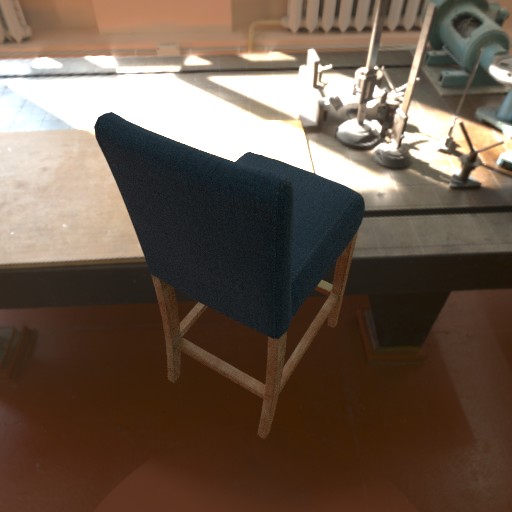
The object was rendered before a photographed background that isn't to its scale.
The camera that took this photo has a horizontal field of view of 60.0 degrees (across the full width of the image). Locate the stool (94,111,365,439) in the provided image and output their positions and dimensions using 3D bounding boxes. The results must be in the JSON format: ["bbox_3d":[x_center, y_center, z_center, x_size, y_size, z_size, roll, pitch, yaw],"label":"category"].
[{"bbox_3d":[0.000,0.000,1.309,0.454,1.039,0.567,24,52,21],"label":"stool"}]
